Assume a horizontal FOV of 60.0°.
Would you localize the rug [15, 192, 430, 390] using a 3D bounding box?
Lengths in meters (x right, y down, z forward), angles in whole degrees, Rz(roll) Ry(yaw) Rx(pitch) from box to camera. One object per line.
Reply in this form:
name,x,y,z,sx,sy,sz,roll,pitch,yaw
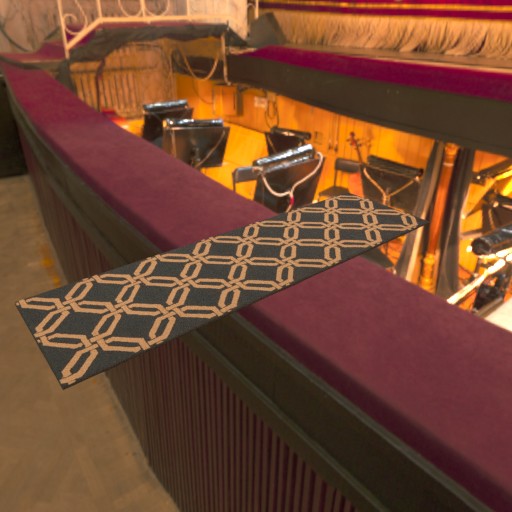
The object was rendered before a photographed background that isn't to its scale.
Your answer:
rug,0.000,0.000,2.409,2.276,0.014,0.678,-21,35,-33
